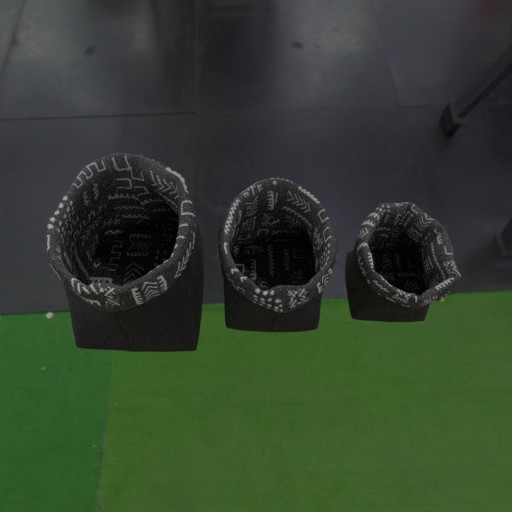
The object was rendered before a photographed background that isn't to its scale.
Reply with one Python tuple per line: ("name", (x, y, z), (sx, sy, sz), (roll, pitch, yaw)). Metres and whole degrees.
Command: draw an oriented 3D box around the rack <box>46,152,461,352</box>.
("rack", (0.000, 0.000, 1.049), (0.905, 0.323, 0.379), (0, 62, 0))
